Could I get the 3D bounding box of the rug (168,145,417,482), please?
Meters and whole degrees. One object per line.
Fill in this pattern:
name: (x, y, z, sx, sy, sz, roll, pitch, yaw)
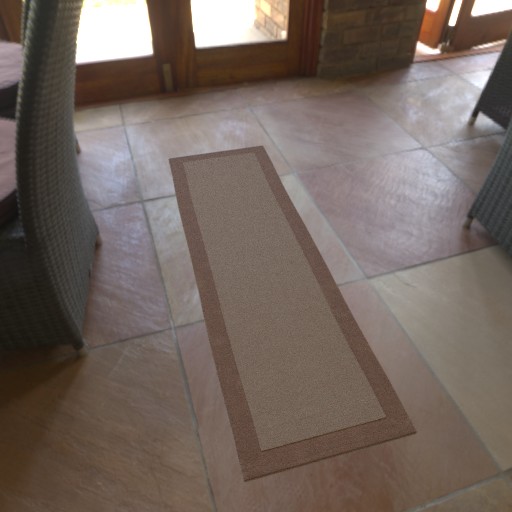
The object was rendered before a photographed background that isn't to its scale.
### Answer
rug: (0.000, 0.000, 2.644, 0.767, 0.012, 2.430, -11, 45, -11)
